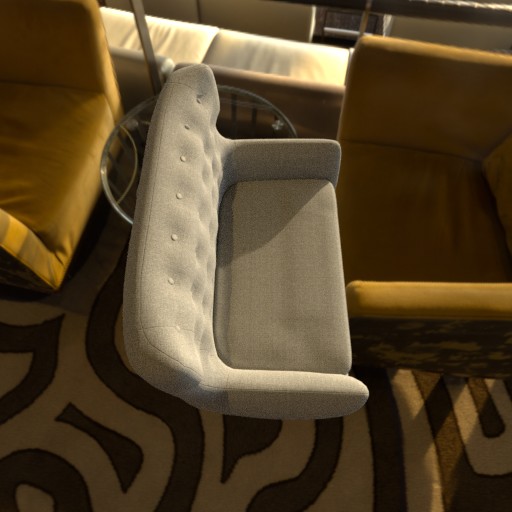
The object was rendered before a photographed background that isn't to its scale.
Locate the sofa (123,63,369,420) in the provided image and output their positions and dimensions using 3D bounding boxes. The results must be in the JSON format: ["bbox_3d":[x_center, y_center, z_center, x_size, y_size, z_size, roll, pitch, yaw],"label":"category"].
[{"bbox_3d":[0.000,0.000,2.021,0.884,1.028,1.386,0,61,0],"label":"sofa"}]
